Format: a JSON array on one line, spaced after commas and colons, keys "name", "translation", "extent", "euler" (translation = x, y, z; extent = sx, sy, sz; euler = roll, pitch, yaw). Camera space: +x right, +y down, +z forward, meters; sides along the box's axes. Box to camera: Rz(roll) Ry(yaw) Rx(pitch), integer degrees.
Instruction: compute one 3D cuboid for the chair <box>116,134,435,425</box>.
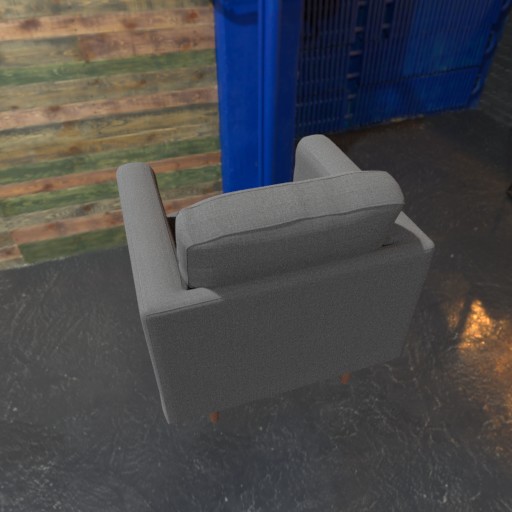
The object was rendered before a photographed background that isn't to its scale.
[{"name": "chair", "translation": [0.000, 0.000, 1.601], "extent": [0.854, 0.927, 0.800], "euler": [-12, 43, -14]}]
